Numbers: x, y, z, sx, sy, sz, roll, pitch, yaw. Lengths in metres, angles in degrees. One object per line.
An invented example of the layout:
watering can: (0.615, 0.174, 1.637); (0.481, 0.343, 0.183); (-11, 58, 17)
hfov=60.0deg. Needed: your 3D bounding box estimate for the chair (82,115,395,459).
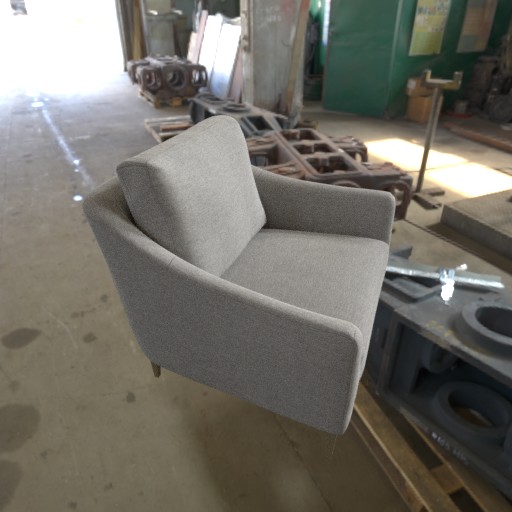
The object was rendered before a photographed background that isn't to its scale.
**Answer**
chair: (0.000, 0.000, 1.721); (0.961, 0.902, 0.986); (11, 33, 17)
